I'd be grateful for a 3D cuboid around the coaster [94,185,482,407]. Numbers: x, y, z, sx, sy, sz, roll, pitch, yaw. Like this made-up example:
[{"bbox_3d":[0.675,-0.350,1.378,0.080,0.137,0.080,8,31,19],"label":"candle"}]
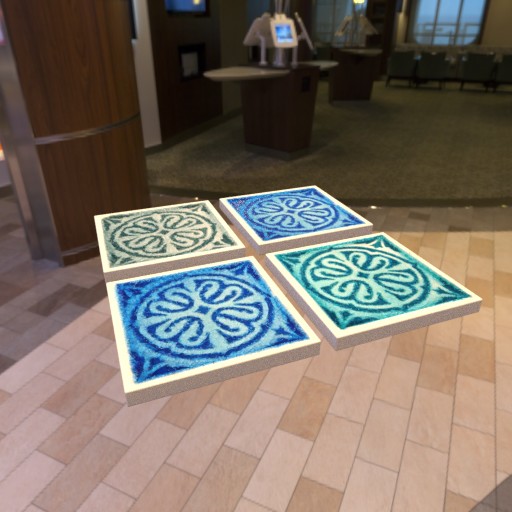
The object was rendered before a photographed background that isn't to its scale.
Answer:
[{"bbox_3d":[0.000,0.000,0.329,0.214,0.010,0.219,-10,30,-18],"label":"coaster"}]
